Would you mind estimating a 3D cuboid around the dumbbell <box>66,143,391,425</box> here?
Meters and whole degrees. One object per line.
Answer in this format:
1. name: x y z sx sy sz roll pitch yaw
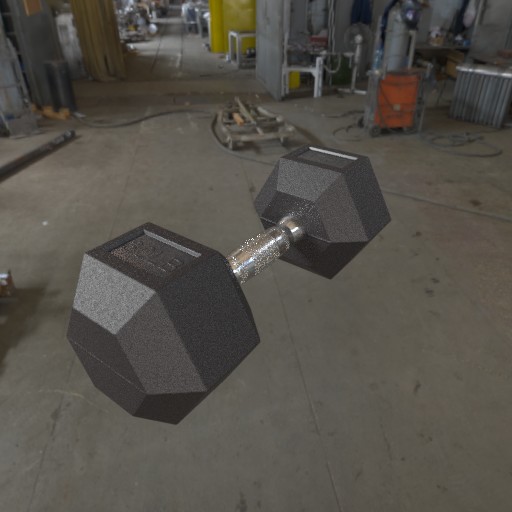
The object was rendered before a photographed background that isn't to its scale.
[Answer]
1. dumbbell: 0.000 0.000 0.409 0.142 0.123 0.337 22 39 31
